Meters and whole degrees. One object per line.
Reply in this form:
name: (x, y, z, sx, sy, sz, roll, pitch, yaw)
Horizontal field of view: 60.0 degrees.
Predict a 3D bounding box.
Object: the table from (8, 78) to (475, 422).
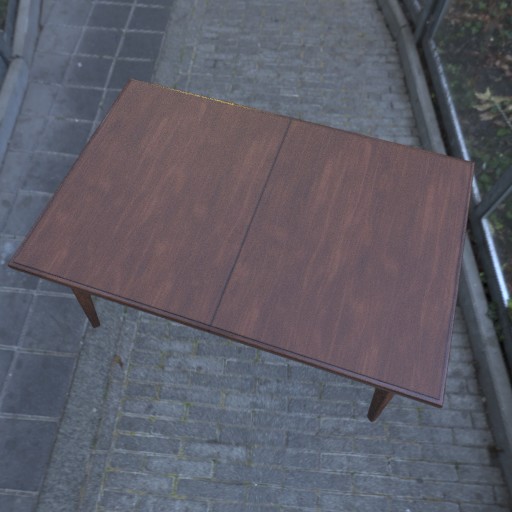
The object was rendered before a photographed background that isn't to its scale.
table: (0.000, 0.000, 2.003, 1.524, 0.761, 0.990, 16, 64, 8)
